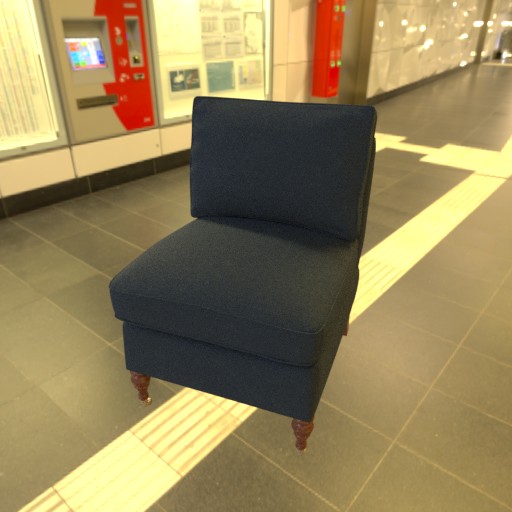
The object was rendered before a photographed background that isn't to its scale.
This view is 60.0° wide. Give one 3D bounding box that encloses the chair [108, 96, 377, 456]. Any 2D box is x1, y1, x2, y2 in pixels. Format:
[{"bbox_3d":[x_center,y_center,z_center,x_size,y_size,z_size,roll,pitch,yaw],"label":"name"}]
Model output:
[{"bbox_3d":[0.000,0.000,1.668,0.724,1.052,0.912,10,30,18],"label":"chair"}]
